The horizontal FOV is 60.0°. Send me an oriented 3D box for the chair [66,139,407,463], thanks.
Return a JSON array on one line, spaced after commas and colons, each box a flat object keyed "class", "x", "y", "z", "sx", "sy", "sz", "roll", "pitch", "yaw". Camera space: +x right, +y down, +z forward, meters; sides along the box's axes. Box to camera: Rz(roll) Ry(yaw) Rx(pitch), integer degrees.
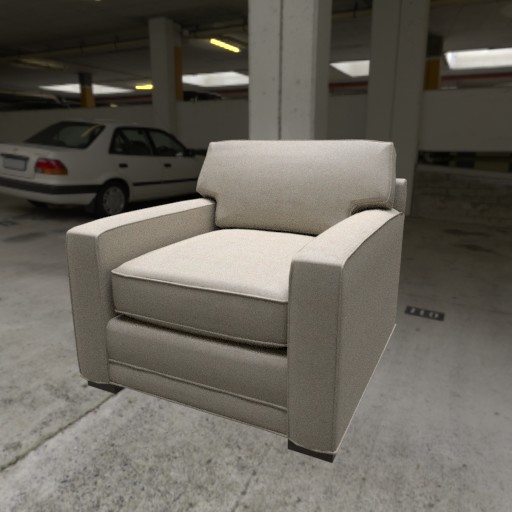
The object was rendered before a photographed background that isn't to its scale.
[{"class": "chair", "x": 0.000, "y": 0.000, "z": 1.793, "sx": 0.998, "sy": 0.913, "sz": 1.043, "roll": 7, "pitch": 16, "yaw": 25}]
